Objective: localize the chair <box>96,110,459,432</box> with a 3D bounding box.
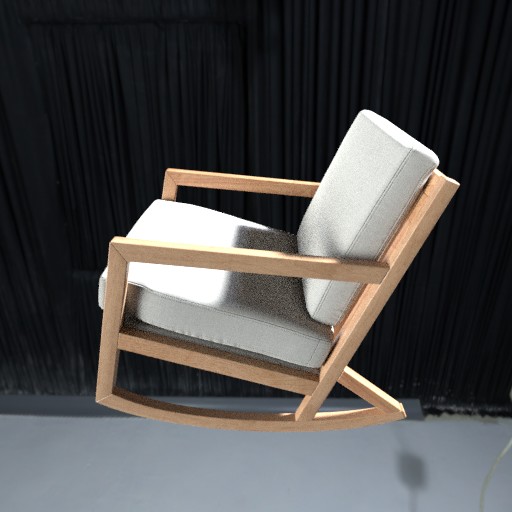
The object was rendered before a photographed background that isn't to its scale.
[{"bbox_3d":[0.000,0.000,1.344,0.857,0.790,0.622,1,26,2],"label":"chair"}]
